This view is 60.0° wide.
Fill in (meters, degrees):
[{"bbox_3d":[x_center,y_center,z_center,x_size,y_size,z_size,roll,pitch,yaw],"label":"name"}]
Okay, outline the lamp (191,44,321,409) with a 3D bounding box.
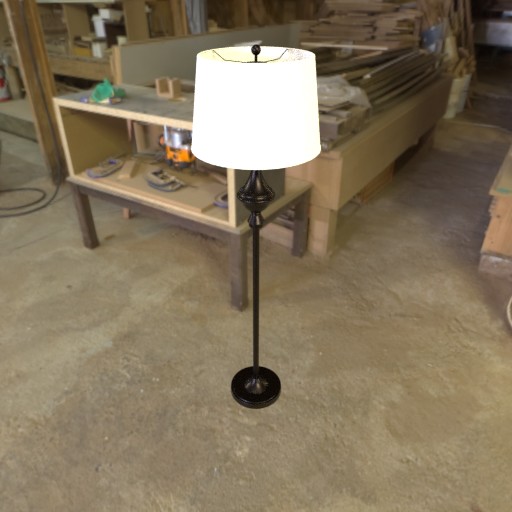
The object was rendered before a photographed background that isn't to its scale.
[{"bbox_3d":[0.000,0.000,1.712,0.431,1.484,0.431,0,32,0],"label":"lamp"}]
